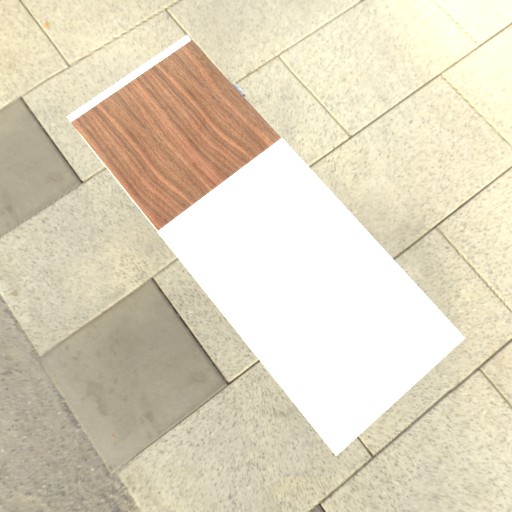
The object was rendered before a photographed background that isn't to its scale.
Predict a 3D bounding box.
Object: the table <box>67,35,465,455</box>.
[{"bbox_3d":[0.000,0.000,1.479,0.418,0.785,1.066,-38,79,-9],"label":"table"}]
